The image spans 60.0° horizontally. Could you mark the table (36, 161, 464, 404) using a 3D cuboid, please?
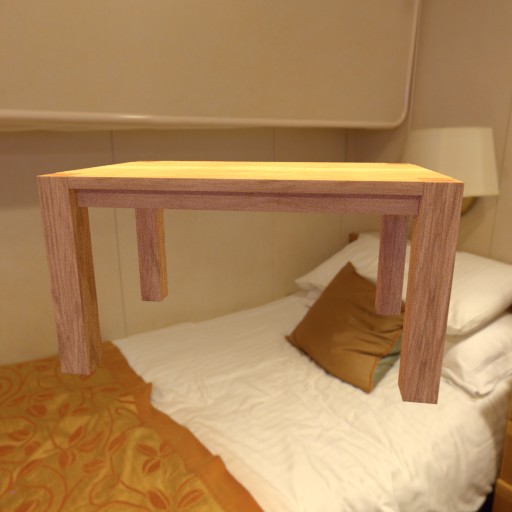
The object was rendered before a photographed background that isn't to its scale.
[{"bbox_3d":[0.000,0.000,1.956,1.400,0.760,0.900,2,15,8],"label":"table"}]
